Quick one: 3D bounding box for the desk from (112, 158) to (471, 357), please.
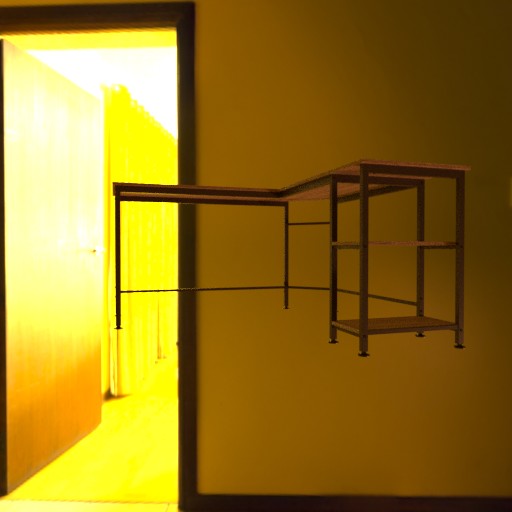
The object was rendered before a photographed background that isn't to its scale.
[{"bbox_3d":[0.000,0.000,2.240,1.379,0.739,1.379,0,1,-18],"label":"desk"}]
